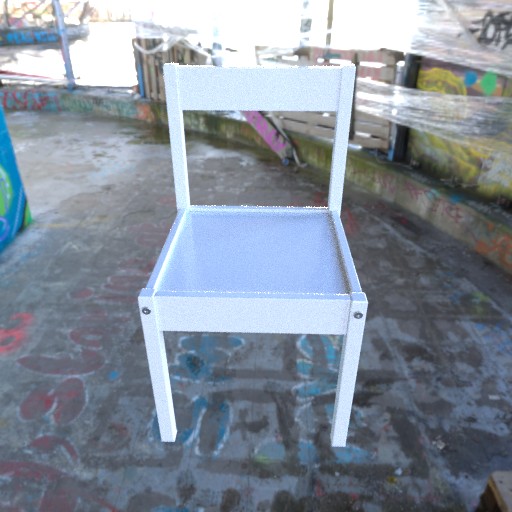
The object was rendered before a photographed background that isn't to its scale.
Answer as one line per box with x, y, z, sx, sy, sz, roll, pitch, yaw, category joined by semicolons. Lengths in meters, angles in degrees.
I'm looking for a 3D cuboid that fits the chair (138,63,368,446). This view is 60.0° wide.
0.000;0.000;0.674;0.285;0.505;0.285;1;31;2;chair
